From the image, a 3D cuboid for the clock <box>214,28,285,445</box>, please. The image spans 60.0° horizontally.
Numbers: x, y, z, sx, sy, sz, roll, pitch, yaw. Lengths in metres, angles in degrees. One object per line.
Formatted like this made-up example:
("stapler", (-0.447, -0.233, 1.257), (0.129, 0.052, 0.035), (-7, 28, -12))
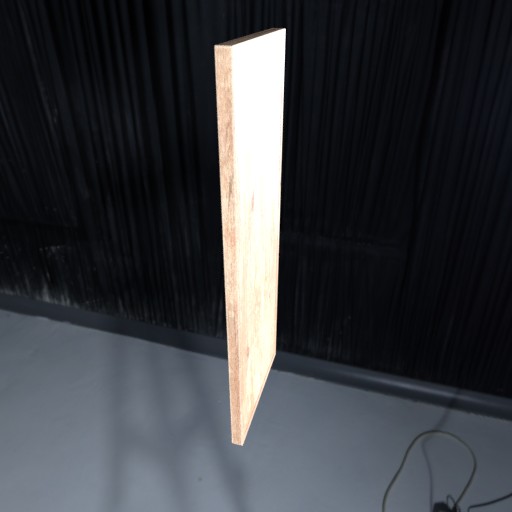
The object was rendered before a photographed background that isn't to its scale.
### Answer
("clock", (0.000, 0.000, 1.079), (0.030, 0.965, 0.361), (9, 32, 14))
